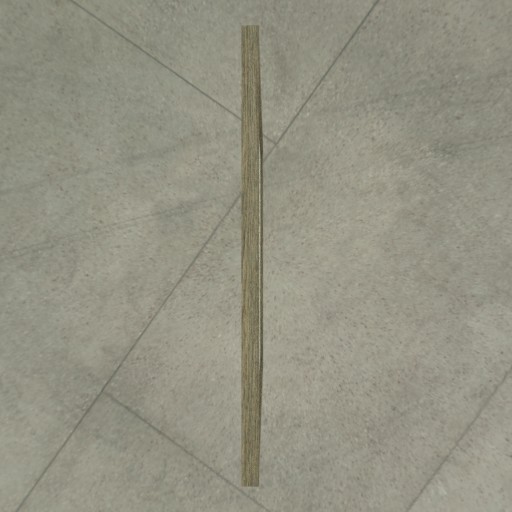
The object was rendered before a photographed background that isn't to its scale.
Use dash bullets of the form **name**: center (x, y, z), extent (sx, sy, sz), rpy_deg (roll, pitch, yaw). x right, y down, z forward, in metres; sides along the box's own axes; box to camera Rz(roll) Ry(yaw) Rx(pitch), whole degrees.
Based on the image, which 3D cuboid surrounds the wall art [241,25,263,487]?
- **wall art**: center (0.000, 0.000, 0.742), extent (0.019, 0.508, 0.508), rpy_deg (0, 90, 1)
